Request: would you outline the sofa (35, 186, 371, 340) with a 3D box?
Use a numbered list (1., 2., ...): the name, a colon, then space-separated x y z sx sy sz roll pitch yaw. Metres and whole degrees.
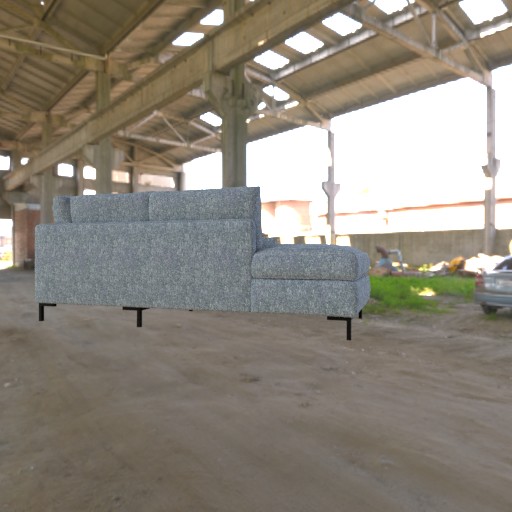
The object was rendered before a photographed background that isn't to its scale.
1. sofa: 0.000 0.000 3.579 1.879 0.756 2.737 0 0 18
